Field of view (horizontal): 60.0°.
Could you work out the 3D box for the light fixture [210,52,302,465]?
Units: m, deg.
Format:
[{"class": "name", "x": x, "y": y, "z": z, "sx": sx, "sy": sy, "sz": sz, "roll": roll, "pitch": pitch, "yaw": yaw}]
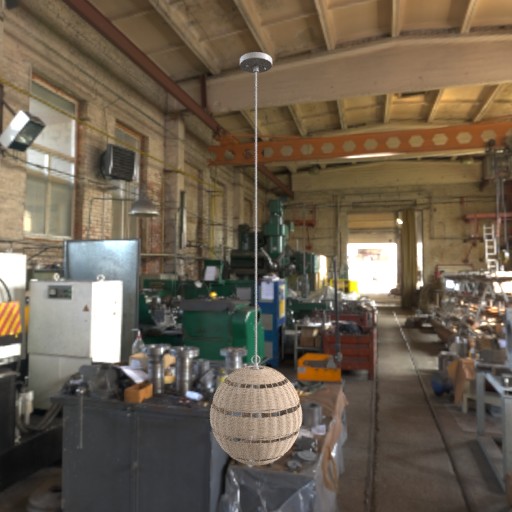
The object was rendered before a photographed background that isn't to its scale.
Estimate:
[{"class": "light fixture", "x": 0.000, "y": 0.000, "z": 2.241, "sx": 0.457, "sy": 2.019, "sz": 0.457, "roll": 1, "pitch": -3, "yaw": -18}]
